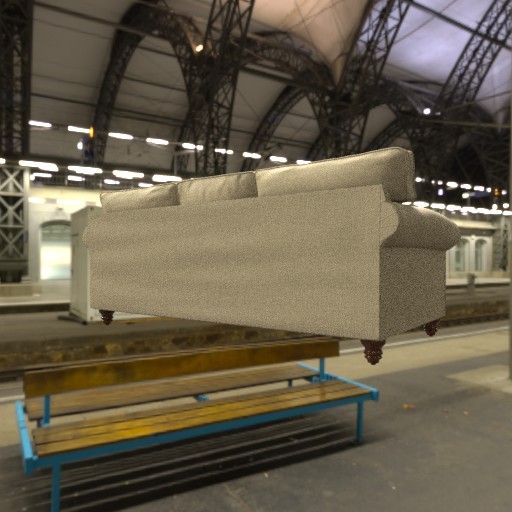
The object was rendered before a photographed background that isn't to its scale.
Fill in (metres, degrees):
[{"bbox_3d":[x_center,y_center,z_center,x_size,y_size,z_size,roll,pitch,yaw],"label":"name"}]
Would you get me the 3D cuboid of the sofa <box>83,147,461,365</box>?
[{"bbox_3d":[0.000,0.000,2.662,2.118,0.889,0.998,0,-1,37],"label":"sofa"}]
